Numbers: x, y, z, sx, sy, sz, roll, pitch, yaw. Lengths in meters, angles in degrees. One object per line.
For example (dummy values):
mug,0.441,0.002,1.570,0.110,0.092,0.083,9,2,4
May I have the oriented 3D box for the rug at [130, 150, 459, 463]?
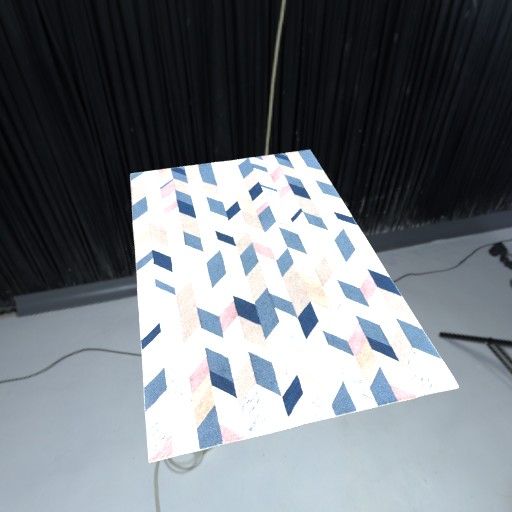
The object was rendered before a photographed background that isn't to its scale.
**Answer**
rug,0.000,0.000,2.260,1.202,0.006,1.813,-10,45,-10
